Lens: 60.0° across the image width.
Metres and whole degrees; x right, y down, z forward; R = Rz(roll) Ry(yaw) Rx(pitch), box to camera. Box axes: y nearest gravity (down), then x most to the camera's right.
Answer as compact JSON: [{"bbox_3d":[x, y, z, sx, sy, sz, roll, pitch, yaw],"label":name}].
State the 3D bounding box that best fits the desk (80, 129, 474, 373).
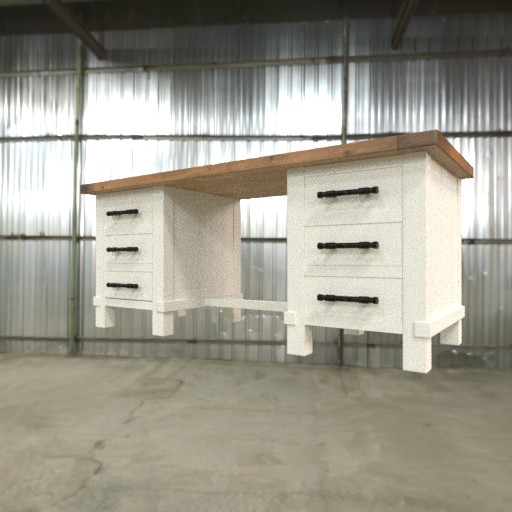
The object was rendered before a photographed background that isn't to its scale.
[{"bbox_3d":[0.000,0.000,2.136,1.803,0.760,0.688,0,0,34],"label":"desk"}]
